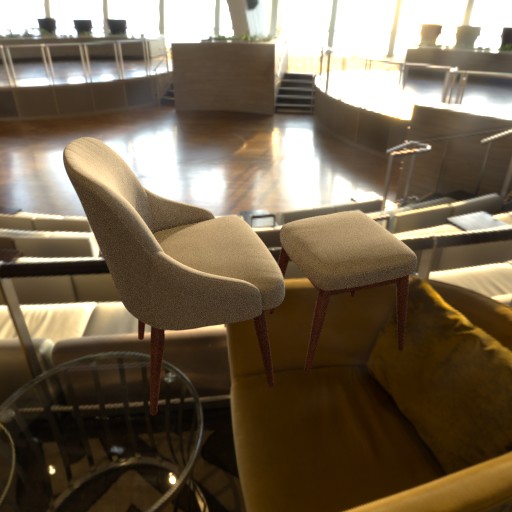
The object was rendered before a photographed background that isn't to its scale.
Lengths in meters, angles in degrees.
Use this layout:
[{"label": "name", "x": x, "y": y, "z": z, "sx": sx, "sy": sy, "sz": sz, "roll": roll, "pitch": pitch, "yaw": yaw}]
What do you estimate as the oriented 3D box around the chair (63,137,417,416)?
[{"label": "chair", "x": 0.000, "y": 0.000, "z": 1.576, "sx": 1.114, "sy": 0.866, "sz": 0.584, "roll": -10, "pitch": 32, "yaw": -16}]
